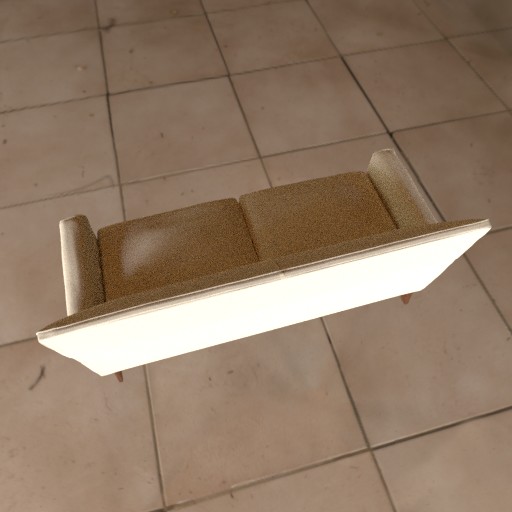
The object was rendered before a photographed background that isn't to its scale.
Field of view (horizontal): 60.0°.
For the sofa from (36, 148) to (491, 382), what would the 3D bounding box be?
[{"bbox_3d":[0.000,0.000,2.440,2.001,0.907,0.841,-14,58,-9],"label":"sofa"}]
